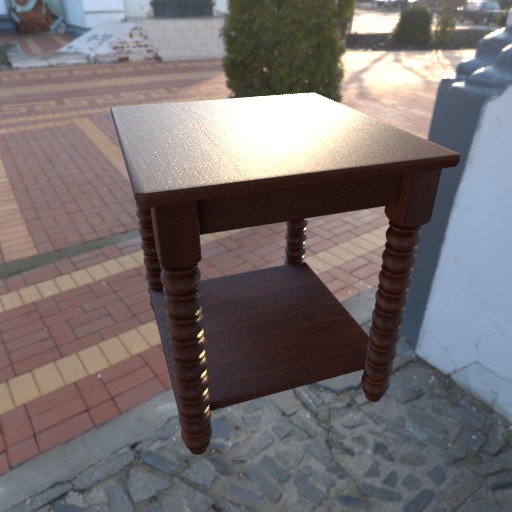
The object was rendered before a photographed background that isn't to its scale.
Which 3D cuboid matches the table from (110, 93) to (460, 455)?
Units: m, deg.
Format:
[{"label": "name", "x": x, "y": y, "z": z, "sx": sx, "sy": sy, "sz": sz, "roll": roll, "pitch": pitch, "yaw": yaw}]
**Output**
[{"label": "table", "x": 0.000, "y": 0.000, "z": 0.979, "sx": 0.500, "sy": 0.567, "sz": 0.533, "roll": -10, "pitch": 32, "yaw": -16}]
